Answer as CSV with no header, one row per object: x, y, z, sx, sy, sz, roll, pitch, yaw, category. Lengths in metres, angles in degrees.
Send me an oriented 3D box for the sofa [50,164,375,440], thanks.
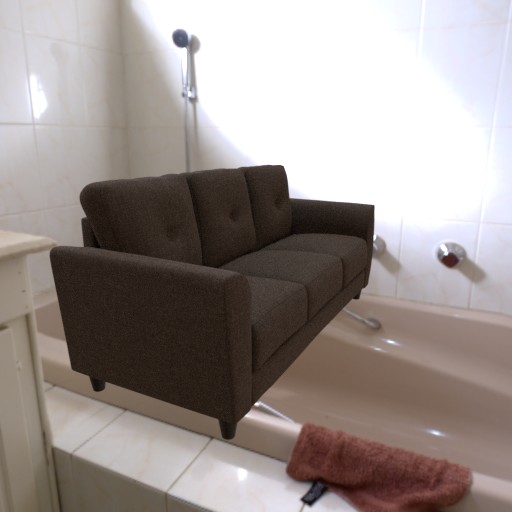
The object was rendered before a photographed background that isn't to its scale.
0.000,0.000,2.345,0.837,0.891,1.847,8,16,27,sofa
